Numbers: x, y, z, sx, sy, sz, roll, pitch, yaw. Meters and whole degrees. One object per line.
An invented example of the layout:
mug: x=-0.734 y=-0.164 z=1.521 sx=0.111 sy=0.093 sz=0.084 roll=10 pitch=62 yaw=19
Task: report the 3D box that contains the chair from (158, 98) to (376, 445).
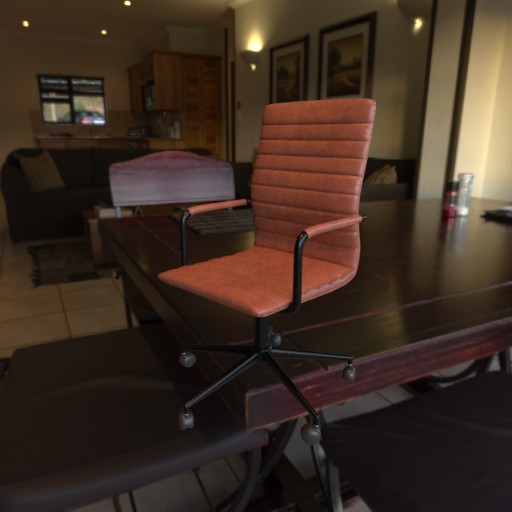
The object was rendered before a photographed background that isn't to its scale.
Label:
chair: x=0.000 y=0.000 z=1.281 sx=0.600 sy=0.878 sz=0.578 roll=14 pitch=21 yaw=42
